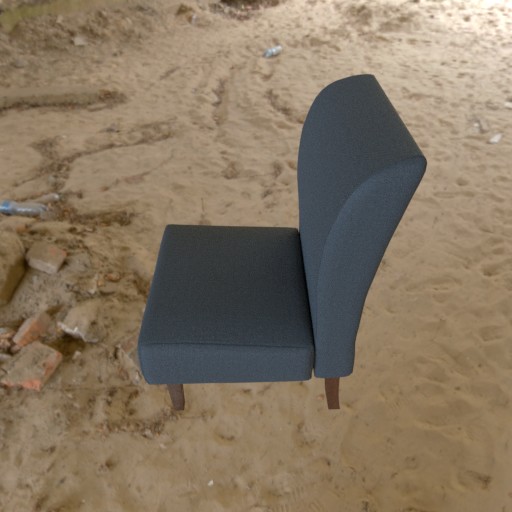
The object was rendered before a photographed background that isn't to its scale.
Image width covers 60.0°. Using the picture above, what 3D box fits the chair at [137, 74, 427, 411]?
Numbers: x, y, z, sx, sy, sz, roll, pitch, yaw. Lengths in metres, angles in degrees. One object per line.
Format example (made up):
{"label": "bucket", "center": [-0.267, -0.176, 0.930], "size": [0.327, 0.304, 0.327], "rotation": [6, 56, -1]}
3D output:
{"label": "chair", "center": [0.000, 0.000, 1.175], "size": [0.592, 0.804, 0.513], "rotation": [-1, 41, -1]}
